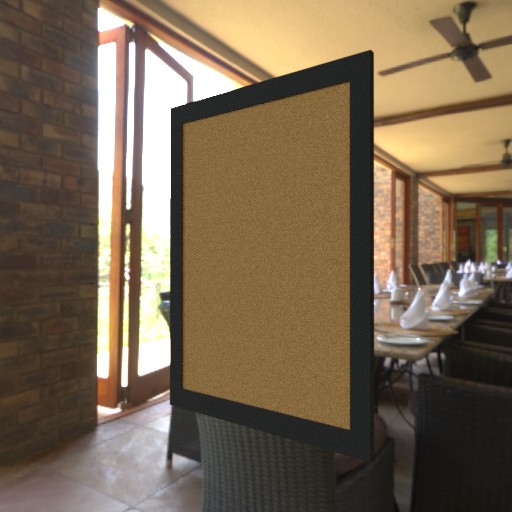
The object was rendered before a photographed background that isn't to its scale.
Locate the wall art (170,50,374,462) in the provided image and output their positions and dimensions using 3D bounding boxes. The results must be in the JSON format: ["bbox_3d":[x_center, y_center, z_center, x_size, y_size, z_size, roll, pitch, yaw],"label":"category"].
[{"bbox_3d":[0.000,0.000,0.682,0.374,0.529,0.012,0,0,36],"label":"wall art"}]
